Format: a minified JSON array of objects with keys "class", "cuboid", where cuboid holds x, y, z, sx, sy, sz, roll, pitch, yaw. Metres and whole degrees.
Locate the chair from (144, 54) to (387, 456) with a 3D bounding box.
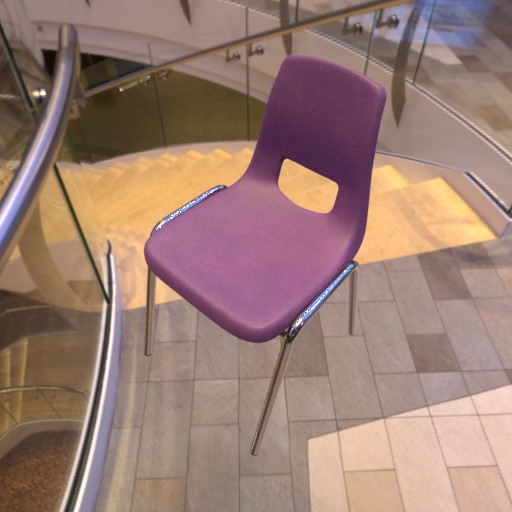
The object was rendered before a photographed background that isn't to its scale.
[{"class":"chair","cuboid":[0.000,0.000,0.905,0.381,0.654,0.432,33,55,27]}]
